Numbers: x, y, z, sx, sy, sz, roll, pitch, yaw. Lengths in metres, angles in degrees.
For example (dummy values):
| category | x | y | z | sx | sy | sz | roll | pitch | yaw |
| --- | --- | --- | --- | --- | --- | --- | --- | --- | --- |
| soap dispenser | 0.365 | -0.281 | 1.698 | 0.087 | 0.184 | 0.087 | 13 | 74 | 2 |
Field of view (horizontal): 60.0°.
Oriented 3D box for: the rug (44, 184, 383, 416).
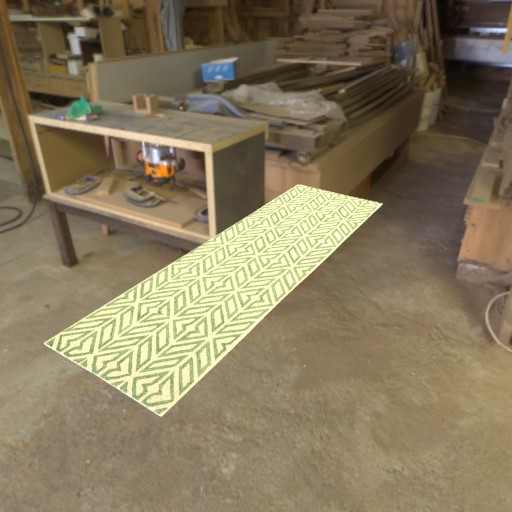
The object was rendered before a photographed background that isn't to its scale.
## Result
| category | x | y | z | sx | sy | sz | roll | pitch | yaw |
| --- | --- | --- | --- | --- | --- | --- | --- | --- | --- |
| rug | 0.000 | 0.000 | 2.754 | 0.750 | 0.009 | 2.435 | 19 | 35 | 29 |
